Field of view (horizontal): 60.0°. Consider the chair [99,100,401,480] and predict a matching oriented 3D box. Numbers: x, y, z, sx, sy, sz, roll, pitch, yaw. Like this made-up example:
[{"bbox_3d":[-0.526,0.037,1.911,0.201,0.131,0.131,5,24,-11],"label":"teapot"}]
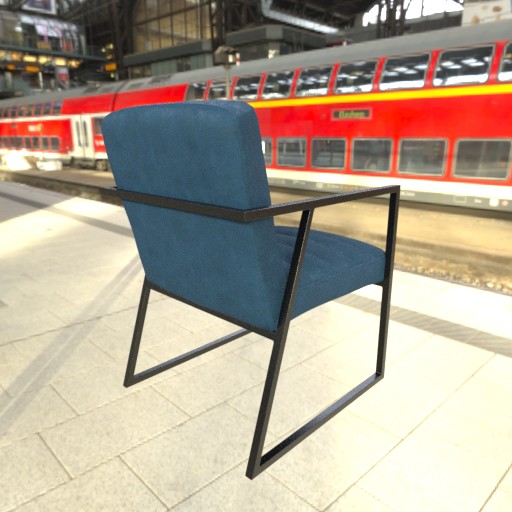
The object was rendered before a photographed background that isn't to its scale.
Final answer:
[{"bbox_3d":[0.000,0.000,1.307,0.571,0.833,0.677,15,21,42],"label":"chair"}]
